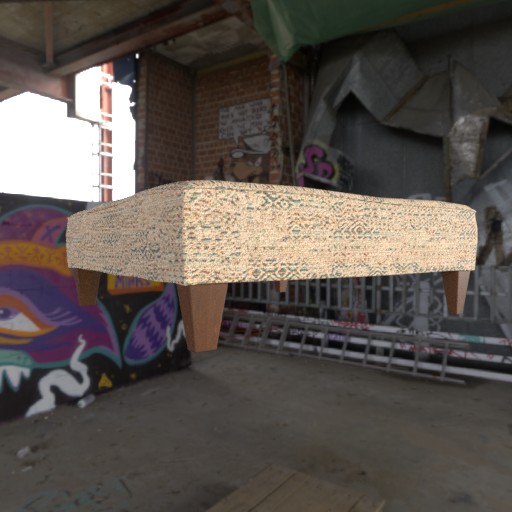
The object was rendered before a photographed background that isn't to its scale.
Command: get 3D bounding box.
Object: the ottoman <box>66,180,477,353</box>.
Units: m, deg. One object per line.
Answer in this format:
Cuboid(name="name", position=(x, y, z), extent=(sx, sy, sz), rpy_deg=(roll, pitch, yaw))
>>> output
Cuboid(name="ottoman", position=(0.000, 0.000, 1.477), extent=(1.004, 0.356, 0.968), rpy_deg=(0, 1, -35))
